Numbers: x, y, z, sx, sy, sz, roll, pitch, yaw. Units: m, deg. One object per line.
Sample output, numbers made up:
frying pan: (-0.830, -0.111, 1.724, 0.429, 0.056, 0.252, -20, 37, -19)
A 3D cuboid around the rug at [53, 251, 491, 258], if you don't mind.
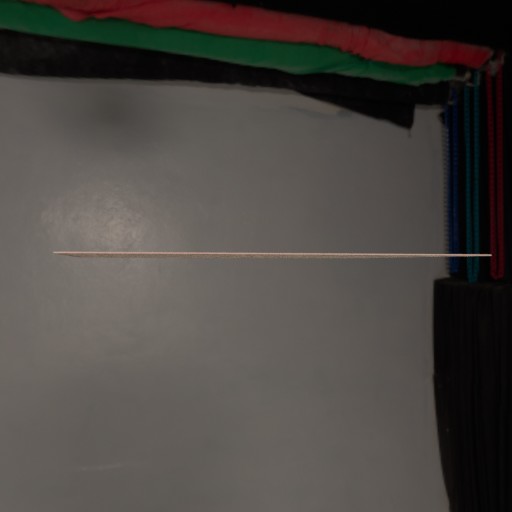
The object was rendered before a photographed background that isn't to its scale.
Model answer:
rug: (0.000, 0.000, 4.249, 3.294, 0.018, 2.382, 0, -1, -18)
